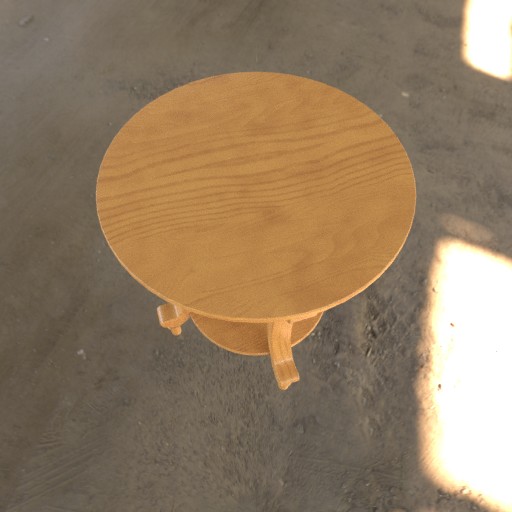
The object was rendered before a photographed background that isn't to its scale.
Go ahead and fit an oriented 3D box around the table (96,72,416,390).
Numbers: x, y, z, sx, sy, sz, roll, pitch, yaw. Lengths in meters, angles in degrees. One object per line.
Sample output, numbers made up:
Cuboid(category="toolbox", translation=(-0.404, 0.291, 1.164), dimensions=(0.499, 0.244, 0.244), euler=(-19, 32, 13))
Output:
Cuboid(category="table", translation=(0.000, 0.000, 1.099), dimensions=(0.597, 0.612, 0.597), euler=(0, 59, 0))
